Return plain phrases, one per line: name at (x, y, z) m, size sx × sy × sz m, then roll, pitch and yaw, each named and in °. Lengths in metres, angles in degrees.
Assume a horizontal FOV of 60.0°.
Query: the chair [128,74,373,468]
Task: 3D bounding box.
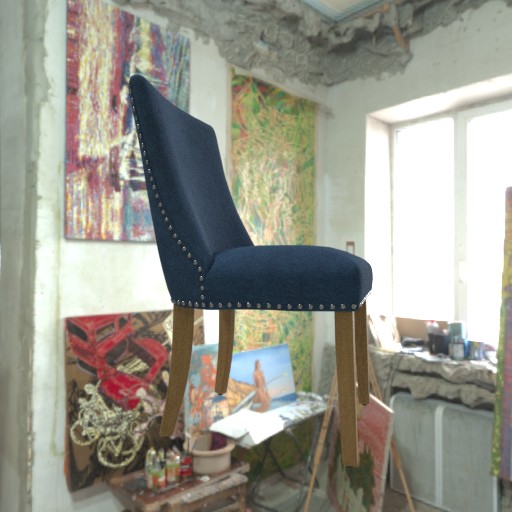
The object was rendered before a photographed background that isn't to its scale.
chair at (0.000, 0.000, 1.230) m, size 0.610 × 0.902 × 0.495 m, roll 0°, pitch -1°, yaw 18°
